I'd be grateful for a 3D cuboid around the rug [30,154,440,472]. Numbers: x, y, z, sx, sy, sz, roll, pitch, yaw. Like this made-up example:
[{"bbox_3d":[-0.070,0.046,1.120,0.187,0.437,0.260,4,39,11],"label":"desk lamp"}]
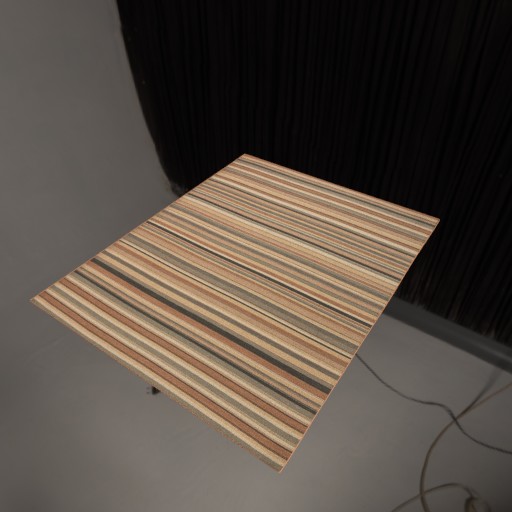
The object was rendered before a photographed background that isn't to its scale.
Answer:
[{"bbox_3d":[0.000,0.000,4.066,2.436,0.011,3.045,24,47,25],"label":"rug"}]
